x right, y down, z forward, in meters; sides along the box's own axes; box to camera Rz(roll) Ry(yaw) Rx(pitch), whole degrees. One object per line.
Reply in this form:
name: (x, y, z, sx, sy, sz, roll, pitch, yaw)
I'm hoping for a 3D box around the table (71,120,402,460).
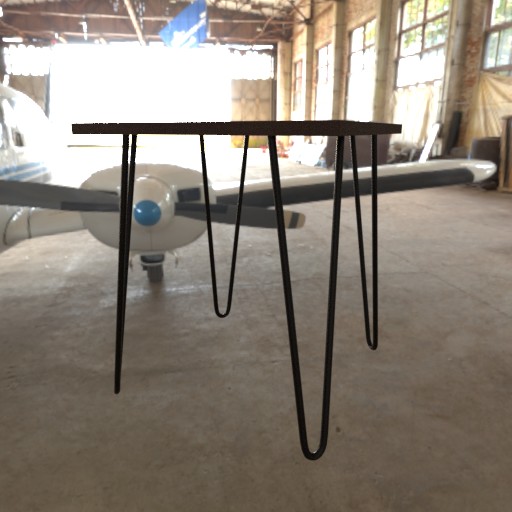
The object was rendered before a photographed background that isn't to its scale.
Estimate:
table: (0.000, 0.000, 0.976, 0.495, 0.559, 0.495, 8, 18, 26)
